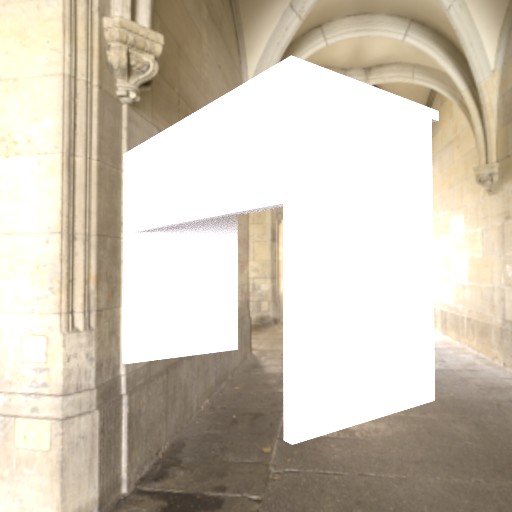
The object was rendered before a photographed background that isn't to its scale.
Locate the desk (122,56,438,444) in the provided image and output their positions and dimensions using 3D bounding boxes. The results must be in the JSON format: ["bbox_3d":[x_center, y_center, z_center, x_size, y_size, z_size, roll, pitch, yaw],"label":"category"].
[{"bbox_3d":[0.000,0.000,1.339,0.498,0.729,0.900,1,-2,-36],"label":"desk"}]
